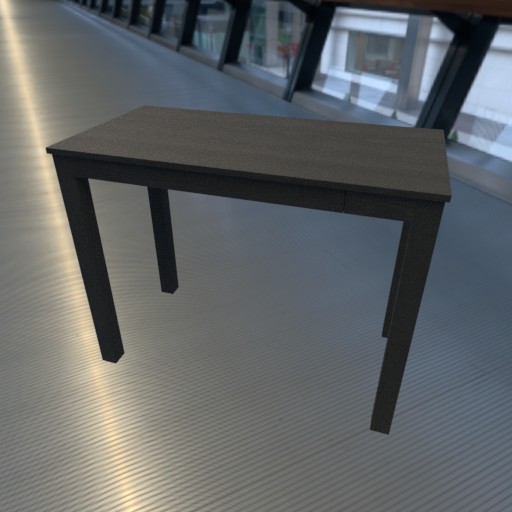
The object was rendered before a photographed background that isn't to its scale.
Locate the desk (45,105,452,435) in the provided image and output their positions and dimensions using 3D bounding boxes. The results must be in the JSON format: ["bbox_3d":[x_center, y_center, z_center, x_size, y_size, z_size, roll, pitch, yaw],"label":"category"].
[{"bbox_3d":[0.000,0.000,1.422,0.991,0.762,0.499,10,33,15],"label":"desk"}]
